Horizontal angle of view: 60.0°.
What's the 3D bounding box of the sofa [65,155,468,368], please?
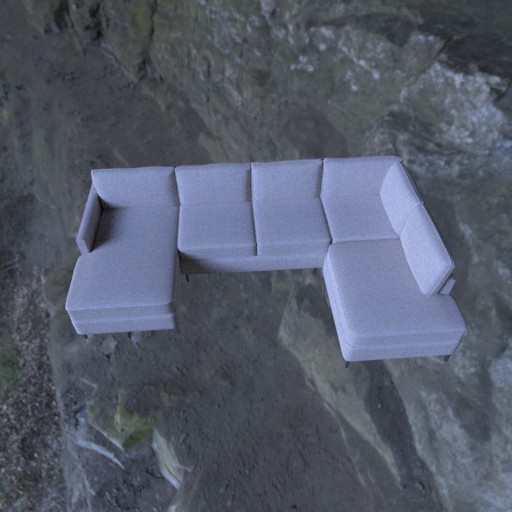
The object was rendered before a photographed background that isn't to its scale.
[{"bbox_3d":[0.000,0.000,4.301,3.423,0.996,2.021,-3,47,-3],"label":"sofa"}]
